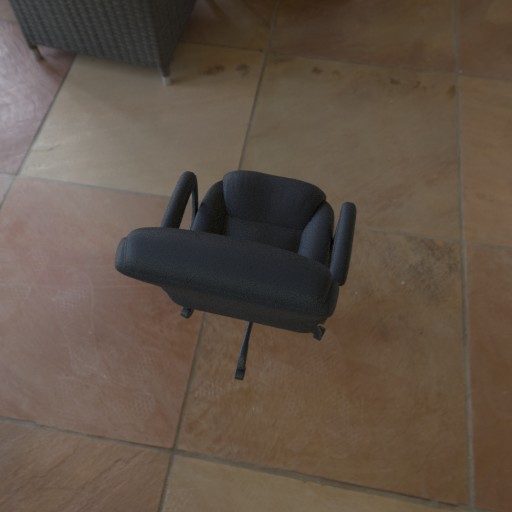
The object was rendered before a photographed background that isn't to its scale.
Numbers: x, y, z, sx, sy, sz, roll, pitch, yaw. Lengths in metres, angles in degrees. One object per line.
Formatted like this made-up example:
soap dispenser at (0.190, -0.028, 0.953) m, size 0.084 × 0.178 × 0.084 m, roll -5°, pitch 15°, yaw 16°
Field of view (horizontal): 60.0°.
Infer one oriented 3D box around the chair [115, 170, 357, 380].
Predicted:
chair at (0.000, 0.000, 1.451) m, size 0.615 × 1.072 × 0.655 m, roll 12°, pitch 64°, yaw 6°
